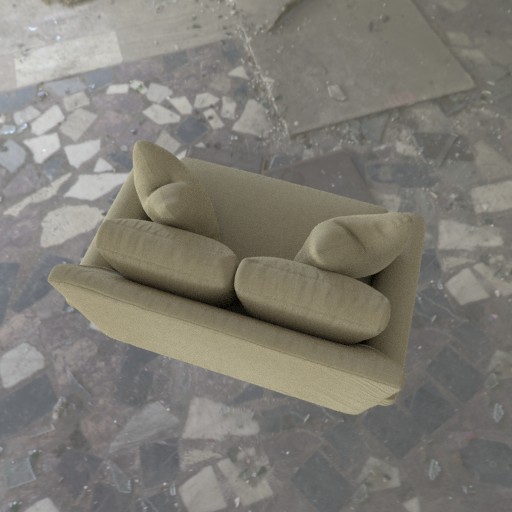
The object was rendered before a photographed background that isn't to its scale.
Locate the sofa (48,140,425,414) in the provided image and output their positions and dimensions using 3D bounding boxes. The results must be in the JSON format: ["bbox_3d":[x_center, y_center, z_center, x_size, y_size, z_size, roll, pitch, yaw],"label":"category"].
[{"bbox_3d":[0.000,0.000,2.205,1.550,0.905,1.070,16,65,8],"label":"sofa"}]
